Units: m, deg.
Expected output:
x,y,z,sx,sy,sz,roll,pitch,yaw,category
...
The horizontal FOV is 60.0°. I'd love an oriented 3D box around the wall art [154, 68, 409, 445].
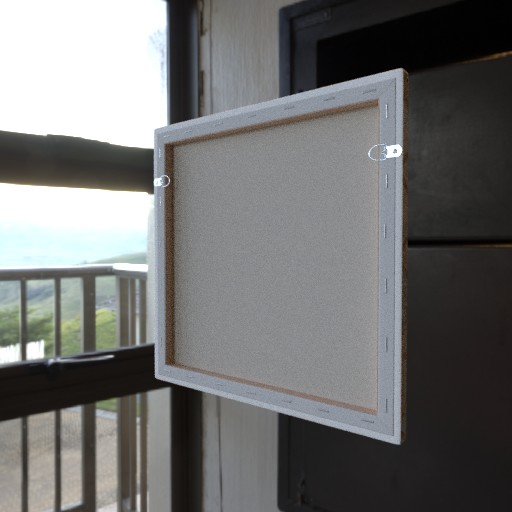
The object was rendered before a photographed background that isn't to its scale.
x,y,z,sx,sy,sz,roll,pitch,yaw,category
0.000,0.000,1.357,0.912,0.914,0.039,1,1,37,wall art
